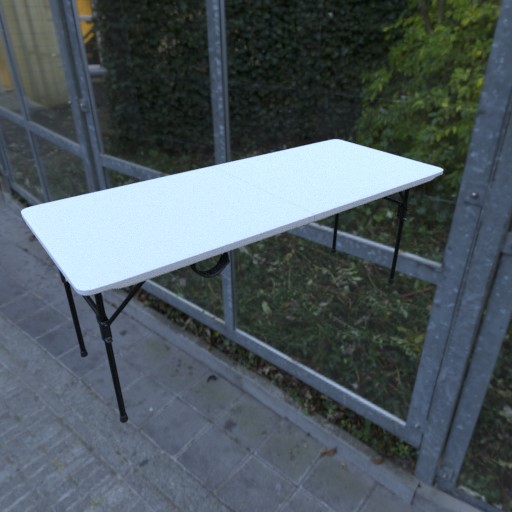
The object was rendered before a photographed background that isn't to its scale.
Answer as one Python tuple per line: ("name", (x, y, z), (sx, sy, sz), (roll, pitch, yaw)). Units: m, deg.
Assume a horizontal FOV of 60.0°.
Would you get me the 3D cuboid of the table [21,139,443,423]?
("table", (0.000, 0.000, 2.177), (1.829, 0.719, 0.761), (-20, 35, -32))
